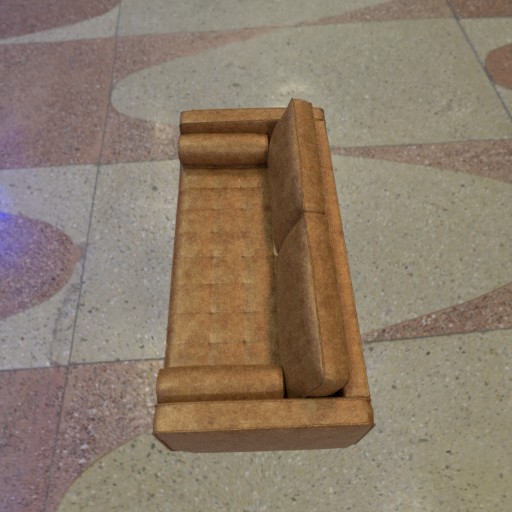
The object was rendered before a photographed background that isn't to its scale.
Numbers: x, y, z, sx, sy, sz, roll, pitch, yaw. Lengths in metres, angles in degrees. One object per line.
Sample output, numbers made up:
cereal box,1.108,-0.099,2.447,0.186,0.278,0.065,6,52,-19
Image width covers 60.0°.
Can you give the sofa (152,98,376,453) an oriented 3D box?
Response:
sofa,0.000,0.000,2.429,0.924,0.825,1.920,-1,58,-1
